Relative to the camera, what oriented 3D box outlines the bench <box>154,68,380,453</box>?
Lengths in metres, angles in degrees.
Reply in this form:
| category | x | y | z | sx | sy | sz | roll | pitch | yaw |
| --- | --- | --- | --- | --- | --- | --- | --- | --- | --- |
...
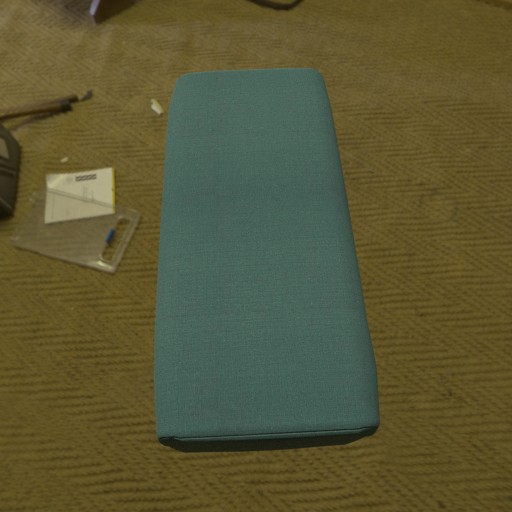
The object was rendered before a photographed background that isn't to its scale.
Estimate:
| category | x | y | z | sx | sy | sz | roll | pitch | yaw |
| --- | --- | --- | --- | --- | --- | --- | --- | --- | --- |
| bench | 0.000 | 0.000 | 1.237 | 0.476 | 0.474 | 0.995 | -2 | 63 | -1 |
